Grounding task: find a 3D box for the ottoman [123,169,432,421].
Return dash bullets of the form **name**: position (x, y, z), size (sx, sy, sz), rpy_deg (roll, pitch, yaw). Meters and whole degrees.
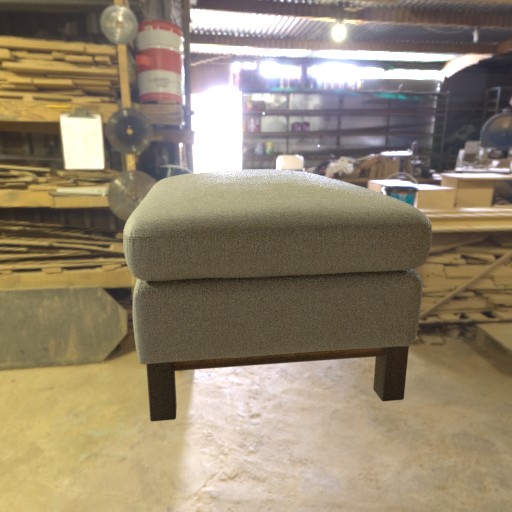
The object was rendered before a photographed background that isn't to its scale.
- **ottoman**: position (0.000, 0.000, 1.070), size (0.528, 0.404, 0.735), rpy_deg (-2, 15, -8)
